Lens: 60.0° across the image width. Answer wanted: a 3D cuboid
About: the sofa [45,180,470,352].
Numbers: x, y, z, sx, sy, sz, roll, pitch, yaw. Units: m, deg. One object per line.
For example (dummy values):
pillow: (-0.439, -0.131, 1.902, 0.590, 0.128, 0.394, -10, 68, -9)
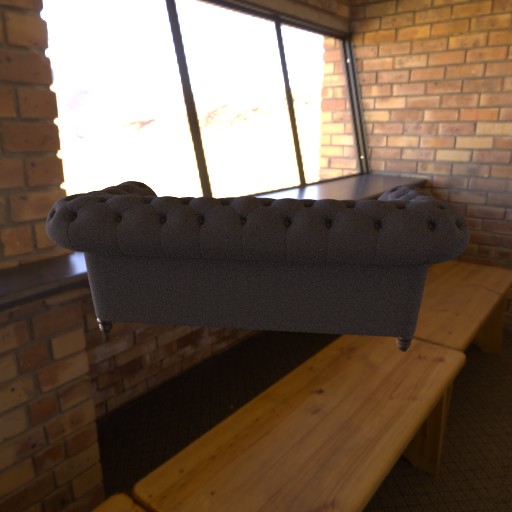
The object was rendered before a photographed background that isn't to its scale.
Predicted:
sofa: (0.000, 0.000, 2.452, 1.998, 0.764, 0.986, 2, 17, 7)
